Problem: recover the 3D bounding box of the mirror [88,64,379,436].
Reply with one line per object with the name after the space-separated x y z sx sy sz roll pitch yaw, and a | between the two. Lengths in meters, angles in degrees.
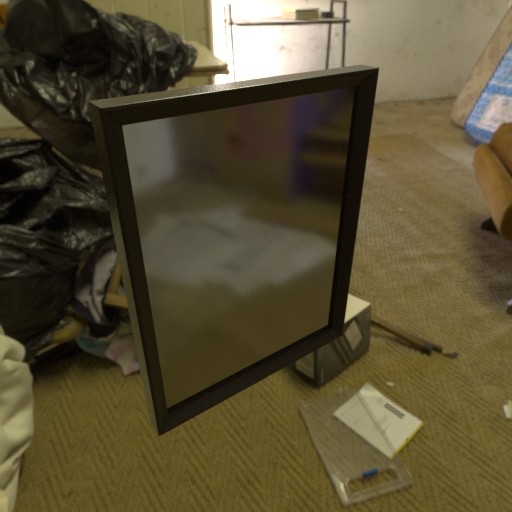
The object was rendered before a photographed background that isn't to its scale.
0.000 0.000 0.683 0.406 0.509 0.041 -21 37 -30 | mirror
